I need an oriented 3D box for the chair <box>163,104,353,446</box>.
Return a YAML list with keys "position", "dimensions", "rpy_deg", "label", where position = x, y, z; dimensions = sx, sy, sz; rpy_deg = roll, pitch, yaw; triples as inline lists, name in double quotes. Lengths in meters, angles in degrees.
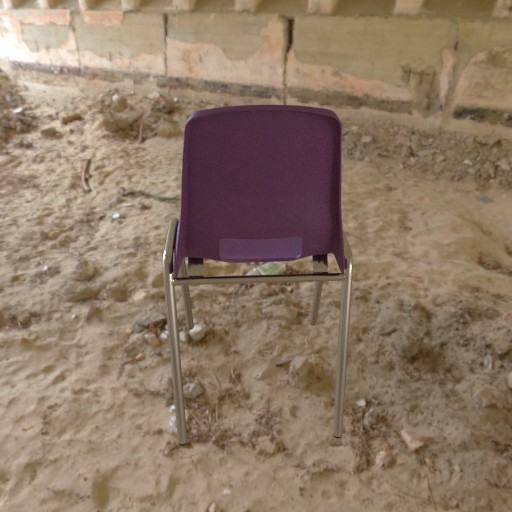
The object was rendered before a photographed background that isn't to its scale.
- position: [0.000, 0.000, 0.955]
  dimensions: [0.381, 0.704, 0.432]
  rpy_deg: [-2, 29, -3]
  label: "chair"
